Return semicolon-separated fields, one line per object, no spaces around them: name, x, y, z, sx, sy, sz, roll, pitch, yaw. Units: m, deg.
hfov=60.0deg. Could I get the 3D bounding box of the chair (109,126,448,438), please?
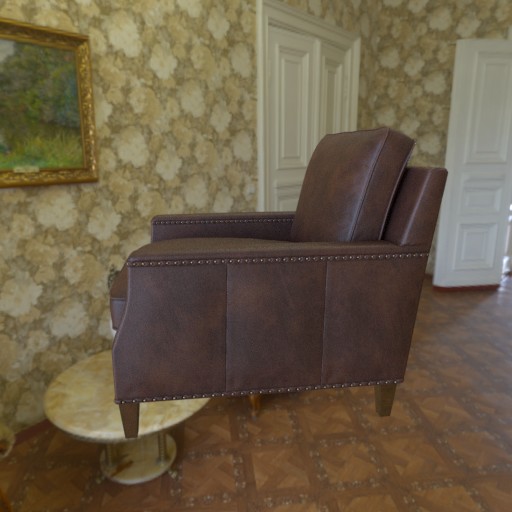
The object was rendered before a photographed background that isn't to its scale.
chair;0.000;0.000;1.690;1.014;0.929;0.853;-2;13;-8
